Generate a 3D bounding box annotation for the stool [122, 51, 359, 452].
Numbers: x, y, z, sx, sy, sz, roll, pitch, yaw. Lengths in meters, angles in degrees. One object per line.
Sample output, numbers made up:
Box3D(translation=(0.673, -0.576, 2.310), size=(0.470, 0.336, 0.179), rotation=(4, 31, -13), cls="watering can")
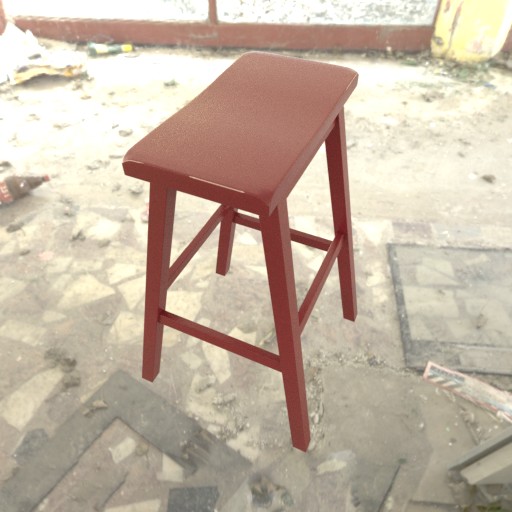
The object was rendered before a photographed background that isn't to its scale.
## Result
Box3D(translation=(0.000, 0.000, 1.023), size=(0.476, 0.737, 0.457), rotation=(18, 49, 17), cls="stool")
